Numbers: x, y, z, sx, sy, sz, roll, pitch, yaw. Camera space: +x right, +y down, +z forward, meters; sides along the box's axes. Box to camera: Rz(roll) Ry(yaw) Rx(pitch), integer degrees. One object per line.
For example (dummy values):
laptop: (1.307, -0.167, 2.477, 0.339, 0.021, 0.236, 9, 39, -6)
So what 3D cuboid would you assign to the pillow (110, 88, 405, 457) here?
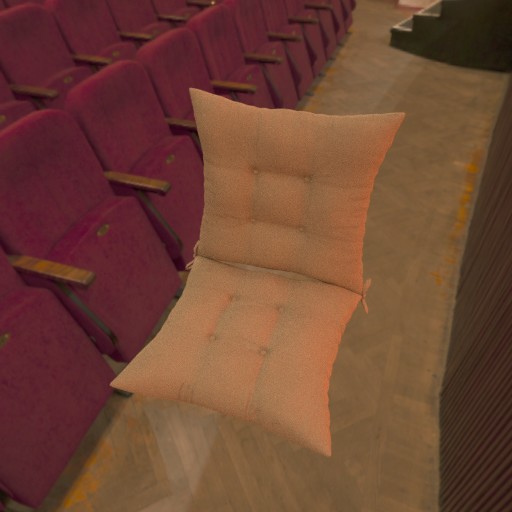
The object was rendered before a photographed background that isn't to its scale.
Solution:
pillow: (0.000, 0.000, 0.998, 0.541, 0.536, 0.585, 12, 42, 14)
